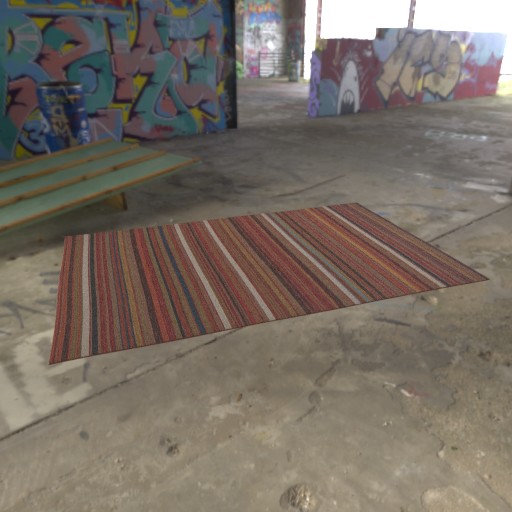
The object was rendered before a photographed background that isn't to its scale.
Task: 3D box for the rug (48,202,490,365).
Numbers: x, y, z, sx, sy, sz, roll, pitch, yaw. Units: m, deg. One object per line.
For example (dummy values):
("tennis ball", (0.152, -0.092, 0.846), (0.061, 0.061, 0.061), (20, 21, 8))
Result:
("rug", (0.000, 0.000, 2.945), (2.438, 0.008, 1.523), (-8, 27, -17))
